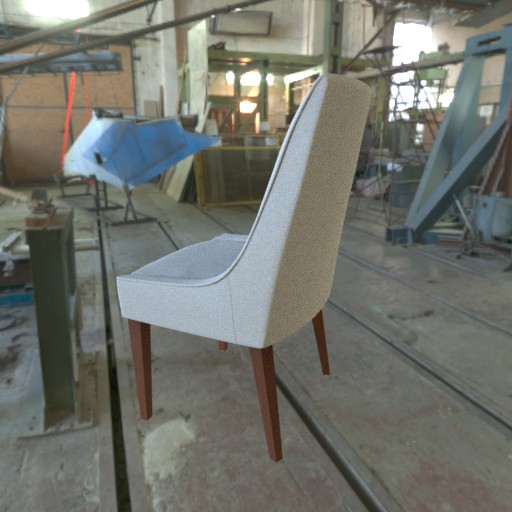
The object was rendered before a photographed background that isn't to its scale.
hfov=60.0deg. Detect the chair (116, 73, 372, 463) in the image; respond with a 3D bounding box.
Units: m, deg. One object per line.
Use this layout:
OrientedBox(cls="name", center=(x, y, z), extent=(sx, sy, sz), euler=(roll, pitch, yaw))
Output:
OrientedBox(cls="chair", center=(0.000, 0.000, 1.193), extent=(0.544, 0.861, 0.529), euler=(7, 17, 24))
